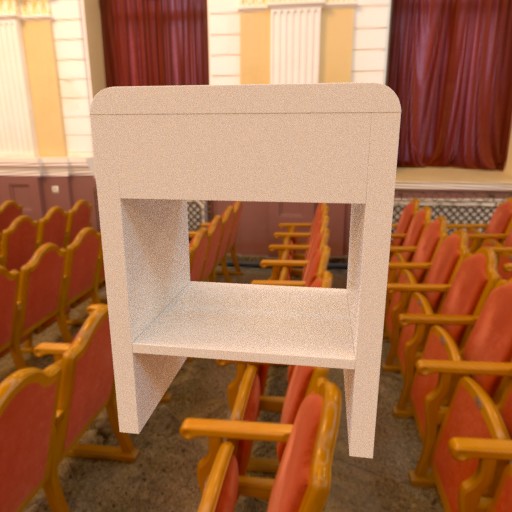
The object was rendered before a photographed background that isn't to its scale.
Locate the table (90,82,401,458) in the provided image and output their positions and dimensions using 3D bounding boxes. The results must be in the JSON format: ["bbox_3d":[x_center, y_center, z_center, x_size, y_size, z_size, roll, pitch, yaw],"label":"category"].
[{"bbox_3d":[0.000,0.000,0.863,0.450,0.590,0.350,2,15,8],"label":"table"}]
